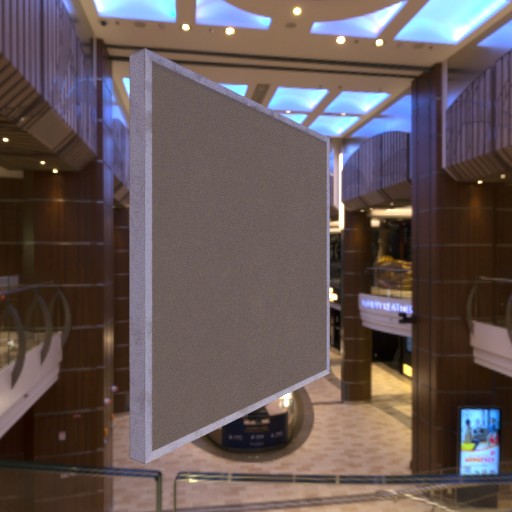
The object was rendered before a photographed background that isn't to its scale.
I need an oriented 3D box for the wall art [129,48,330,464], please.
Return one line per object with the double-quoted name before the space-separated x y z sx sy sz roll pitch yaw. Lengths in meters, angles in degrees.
"wall art" 0.000 0.000 0.754 0.029 0.506 0.508 0 0 35
